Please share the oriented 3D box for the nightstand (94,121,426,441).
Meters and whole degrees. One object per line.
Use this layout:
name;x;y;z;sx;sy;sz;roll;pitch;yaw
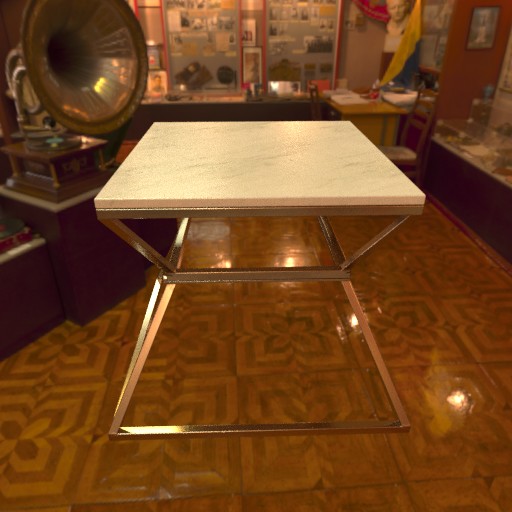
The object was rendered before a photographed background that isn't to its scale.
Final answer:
nightstand;0.000;0.000;0.881;0.514;0.426;0.513;-1;29;-2
